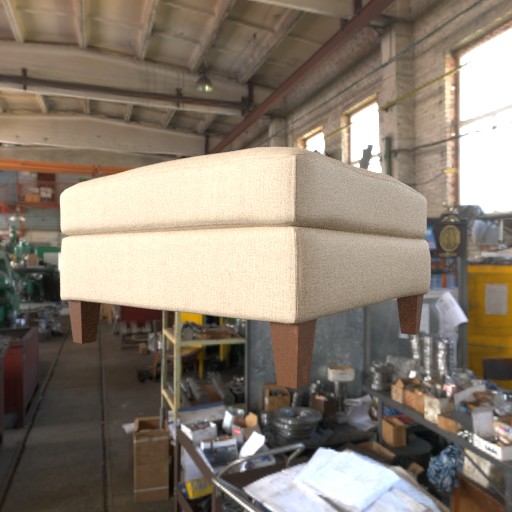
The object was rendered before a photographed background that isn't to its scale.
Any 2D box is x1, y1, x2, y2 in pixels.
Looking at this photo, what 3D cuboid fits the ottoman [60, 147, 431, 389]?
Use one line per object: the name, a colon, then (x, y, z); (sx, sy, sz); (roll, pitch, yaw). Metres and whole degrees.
ottoman: (0.000, 0.000, 1.368); (0.838, 0.503, 0.838); (0, 0, 37)
